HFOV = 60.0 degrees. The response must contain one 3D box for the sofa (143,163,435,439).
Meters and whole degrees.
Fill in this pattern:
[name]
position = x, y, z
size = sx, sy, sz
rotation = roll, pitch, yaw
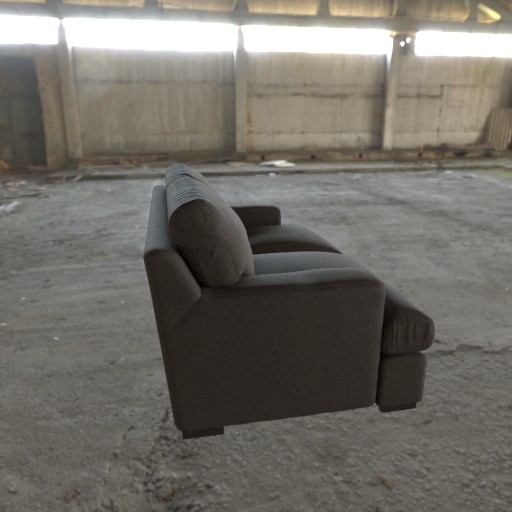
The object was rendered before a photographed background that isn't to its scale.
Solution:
[sofa]
position = 0.000, 0.000, 2.519
size = 1.143, 0.940, 1.880
rotation = -3, 17, -11
